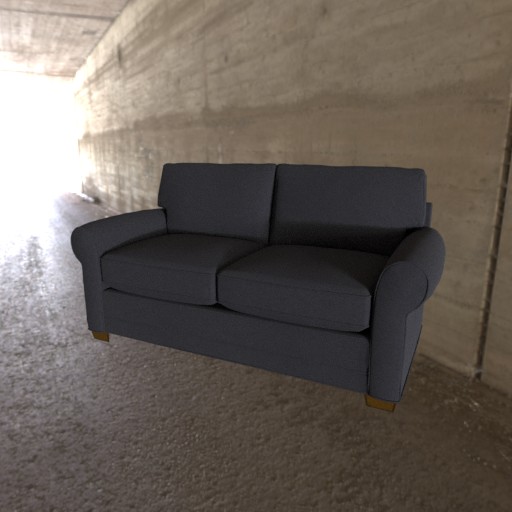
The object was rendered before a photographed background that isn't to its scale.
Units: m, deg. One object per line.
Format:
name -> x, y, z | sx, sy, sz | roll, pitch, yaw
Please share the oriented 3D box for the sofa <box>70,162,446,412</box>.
sofa -> 0.000, 0.000, 2.565 | 2.009, 1.031, 0.951 | 7, 16, 25
